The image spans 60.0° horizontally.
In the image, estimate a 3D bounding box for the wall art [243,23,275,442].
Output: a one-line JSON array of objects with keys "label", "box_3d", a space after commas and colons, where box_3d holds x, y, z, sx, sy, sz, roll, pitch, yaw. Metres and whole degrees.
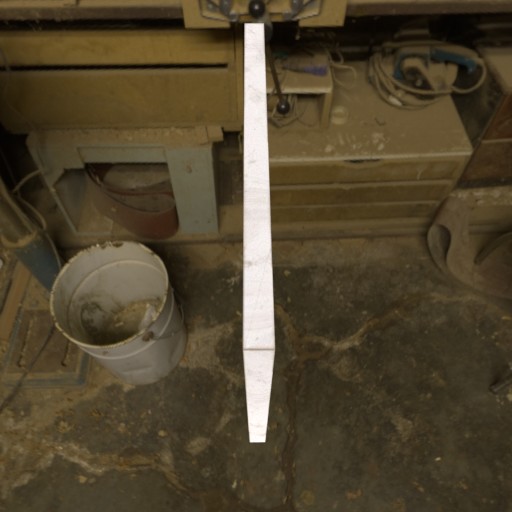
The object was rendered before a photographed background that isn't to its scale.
[{"label": "wall art", "box_3d": [0.000, 0.000, 0.747, 0.029, 0.506, 0.508, -1, 59, 0]}]
